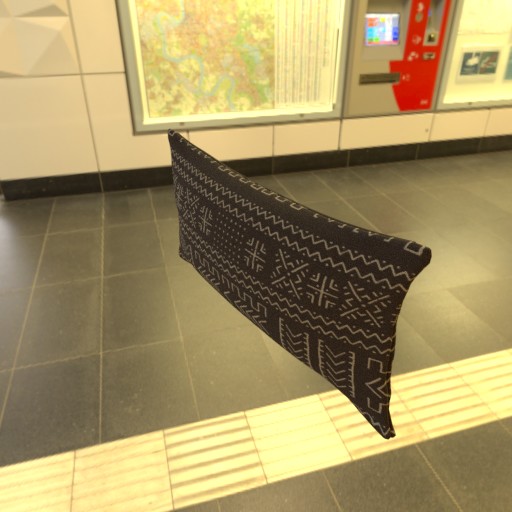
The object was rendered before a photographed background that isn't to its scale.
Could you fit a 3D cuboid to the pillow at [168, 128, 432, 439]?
[{"bbox_3d":[0.000,0.000,0.799,0.135,0.322,0.667,-20,36,-30],"label":"pillow"}]
